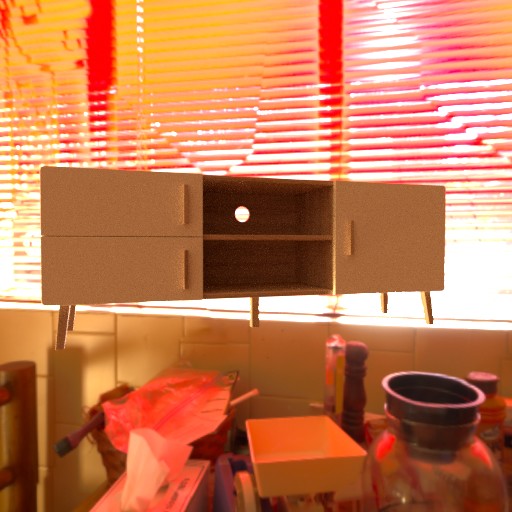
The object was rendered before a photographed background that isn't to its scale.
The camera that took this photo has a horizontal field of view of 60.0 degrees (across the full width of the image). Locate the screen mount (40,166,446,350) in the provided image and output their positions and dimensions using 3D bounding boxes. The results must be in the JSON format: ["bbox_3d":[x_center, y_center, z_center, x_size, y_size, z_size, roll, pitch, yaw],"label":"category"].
[{"bbox_3d":[0.000,0.000,1.760,1.500,0.570,0.420,0,1,-18],"label":"screen mount"}]
